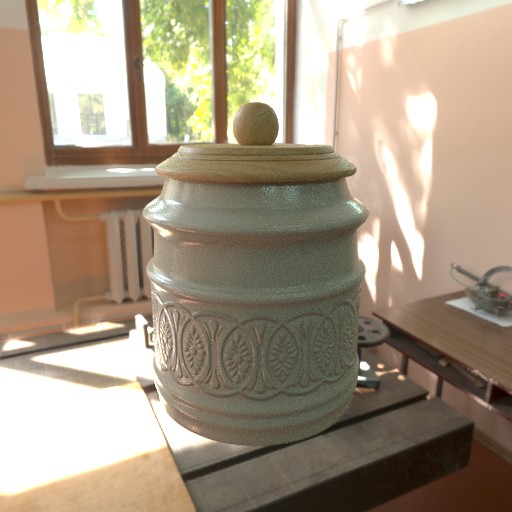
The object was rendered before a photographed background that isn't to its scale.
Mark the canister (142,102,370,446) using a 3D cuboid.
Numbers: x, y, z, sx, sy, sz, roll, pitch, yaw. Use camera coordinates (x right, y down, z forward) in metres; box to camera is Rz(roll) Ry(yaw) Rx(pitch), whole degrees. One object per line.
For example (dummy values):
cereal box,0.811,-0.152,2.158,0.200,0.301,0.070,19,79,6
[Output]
canister,0.000,0.000,0.268,0.130,0.176,0.130,0,15,0
